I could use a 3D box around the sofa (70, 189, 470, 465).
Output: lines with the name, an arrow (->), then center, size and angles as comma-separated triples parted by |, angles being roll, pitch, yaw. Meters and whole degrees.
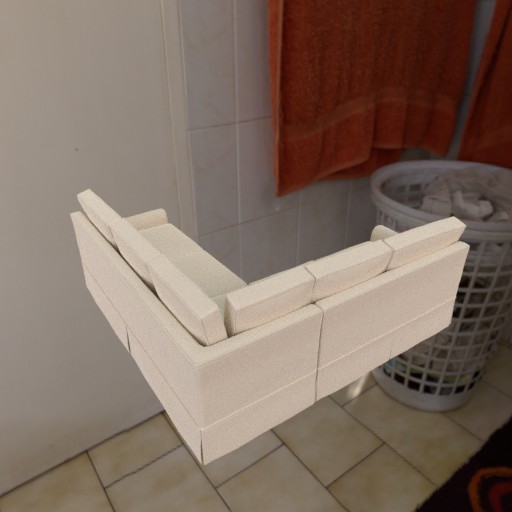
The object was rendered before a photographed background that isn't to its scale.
sofa -> 0.000, 0.000, 4.095 | 2.591, 1.070, 2.597 | -18, 34, -30
